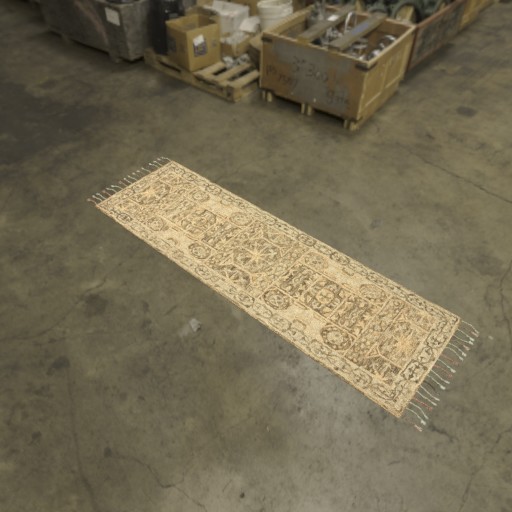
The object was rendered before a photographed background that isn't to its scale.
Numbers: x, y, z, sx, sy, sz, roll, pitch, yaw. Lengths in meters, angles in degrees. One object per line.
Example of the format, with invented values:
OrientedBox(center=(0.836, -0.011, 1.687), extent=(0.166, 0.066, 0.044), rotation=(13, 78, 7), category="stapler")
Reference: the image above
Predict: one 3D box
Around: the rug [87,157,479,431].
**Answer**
OrientedBox(center=(0.000, 0.000, 2.870), extent=(2.664, 0.011, 0.762), rotation=(32, 54, 27), category="rug")
